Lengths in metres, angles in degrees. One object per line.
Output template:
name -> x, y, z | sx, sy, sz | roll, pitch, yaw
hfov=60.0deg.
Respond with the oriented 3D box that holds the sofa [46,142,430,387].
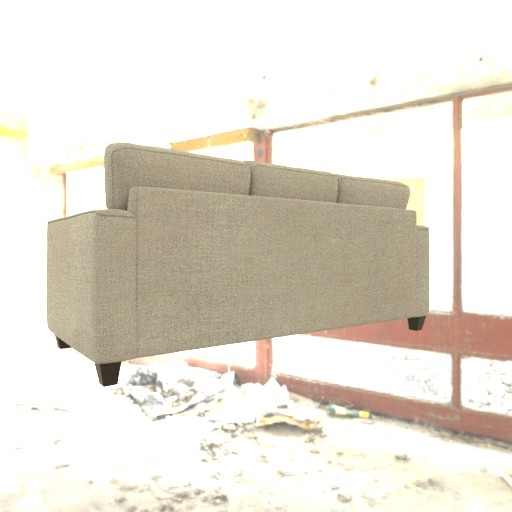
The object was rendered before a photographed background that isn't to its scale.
sofa -> 0.000, 0.000, 2.605 | 2.133, 0.965, 0.939 | -1, 1, -36
